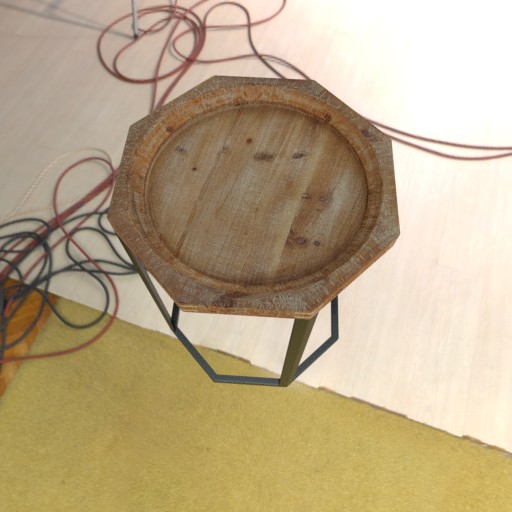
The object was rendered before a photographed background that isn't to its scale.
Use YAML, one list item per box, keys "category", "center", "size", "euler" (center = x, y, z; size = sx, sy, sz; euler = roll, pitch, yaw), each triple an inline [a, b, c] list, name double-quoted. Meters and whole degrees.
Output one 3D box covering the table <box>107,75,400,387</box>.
- category: "table"
  center: [0.000, 0.000, 0.919]
  size: [0.458, 0.543, 0.458]
  euler: [-17, 65, -8]
